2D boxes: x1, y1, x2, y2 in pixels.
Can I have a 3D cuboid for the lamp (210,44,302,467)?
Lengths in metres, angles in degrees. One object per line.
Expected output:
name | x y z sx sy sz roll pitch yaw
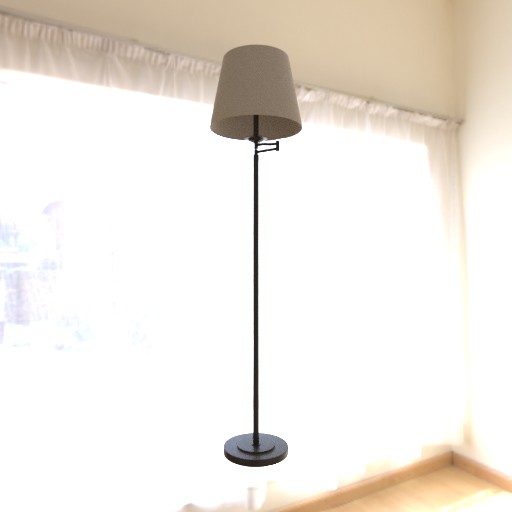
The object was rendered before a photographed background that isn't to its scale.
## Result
lamp | 0.000 0.000 1.665 0.348 1.473 0.348 0 0 35
